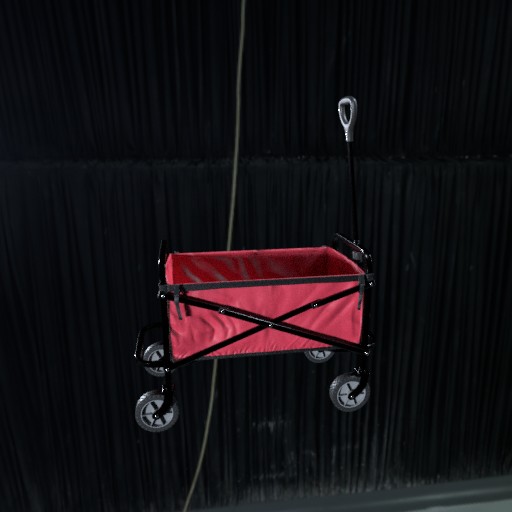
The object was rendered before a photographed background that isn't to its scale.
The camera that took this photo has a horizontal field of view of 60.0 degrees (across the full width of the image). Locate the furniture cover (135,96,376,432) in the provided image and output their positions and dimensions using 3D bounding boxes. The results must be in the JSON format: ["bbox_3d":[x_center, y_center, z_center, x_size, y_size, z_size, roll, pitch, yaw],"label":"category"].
[{"bbox_3d":[0.000,0.000,1.891,1.038,1.295,0.532,-3,16,-9],"label":"furniture cover"}]
